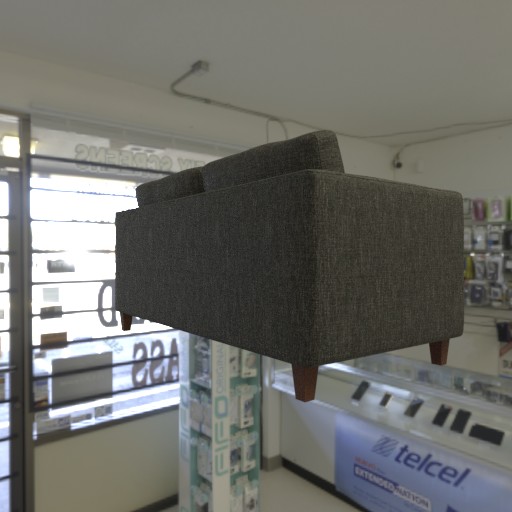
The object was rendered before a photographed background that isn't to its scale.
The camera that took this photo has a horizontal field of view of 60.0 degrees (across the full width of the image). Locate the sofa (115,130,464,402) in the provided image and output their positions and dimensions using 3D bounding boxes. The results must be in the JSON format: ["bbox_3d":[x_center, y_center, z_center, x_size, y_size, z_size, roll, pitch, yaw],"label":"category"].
[{"bbox_3d":[0.000,0.000,2.410,0.950,0.963,1.884,0,0,-37],"label":"sofa"}]
